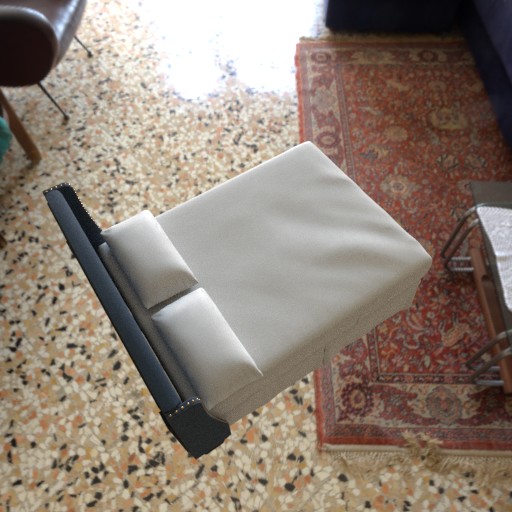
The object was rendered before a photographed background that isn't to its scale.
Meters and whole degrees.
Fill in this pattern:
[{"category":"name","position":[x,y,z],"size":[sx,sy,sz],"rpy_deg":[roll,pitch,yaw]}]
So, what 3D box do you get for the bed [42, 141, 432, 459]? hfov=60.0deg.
[{"category":"bed","position":[0.000,0.000,3.315],"size":[2.237,1.407,1.710],"rpy_deg":[-30,63,-17]}]
